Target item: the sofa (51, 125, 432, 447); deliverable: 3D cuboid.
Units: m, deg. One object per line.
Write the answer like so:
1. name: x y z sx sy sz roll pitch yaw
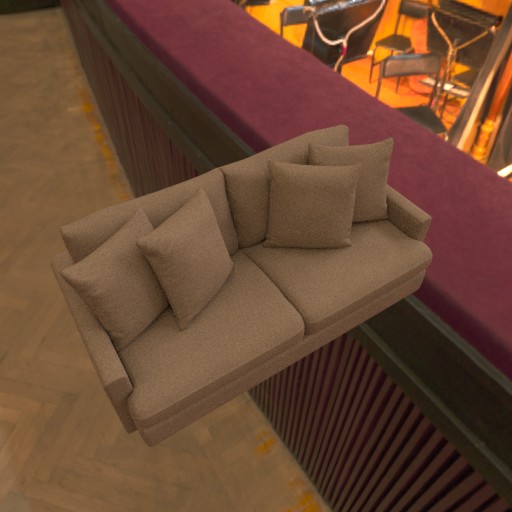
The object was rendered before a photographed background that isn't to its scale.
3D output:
1. sofa: 0.000 0.000 2.989 2.380 1.084 1.228 -25 52 -22
